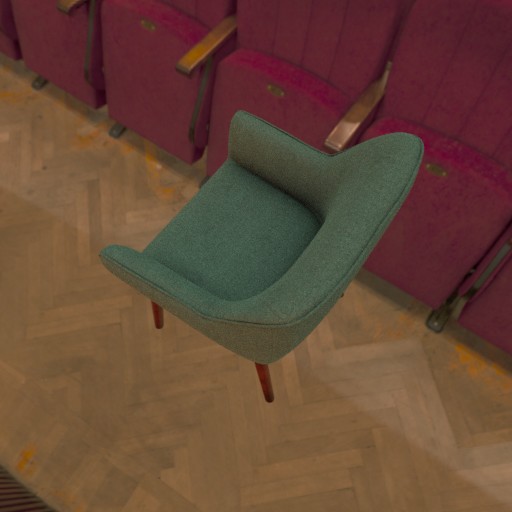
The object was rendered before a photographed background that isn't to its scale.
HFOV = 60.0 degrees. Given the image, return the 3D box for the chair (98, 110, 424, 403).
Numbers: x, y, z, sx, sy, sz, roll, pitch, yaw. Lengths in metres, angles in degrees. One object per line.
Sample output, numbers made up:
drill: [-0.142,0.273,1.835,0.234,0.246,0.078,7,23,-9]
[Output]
chair: [0.000,0.000,1.156,0.519,0.803,0.543,32,68,15]
